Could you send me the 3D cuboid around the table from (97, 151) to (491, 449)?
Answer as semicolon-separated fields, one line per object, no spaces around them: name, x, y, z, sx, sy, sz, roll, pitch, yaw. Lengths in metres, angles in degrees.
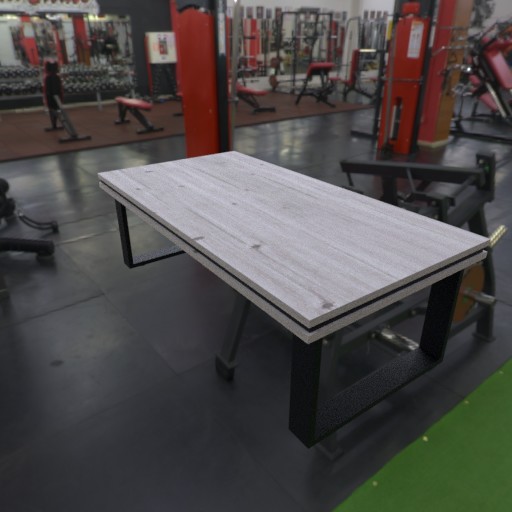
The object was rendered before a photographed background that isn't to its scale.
table;0.000;0.000;1.688;0.700;0.450;1.350;-18;31;-32
